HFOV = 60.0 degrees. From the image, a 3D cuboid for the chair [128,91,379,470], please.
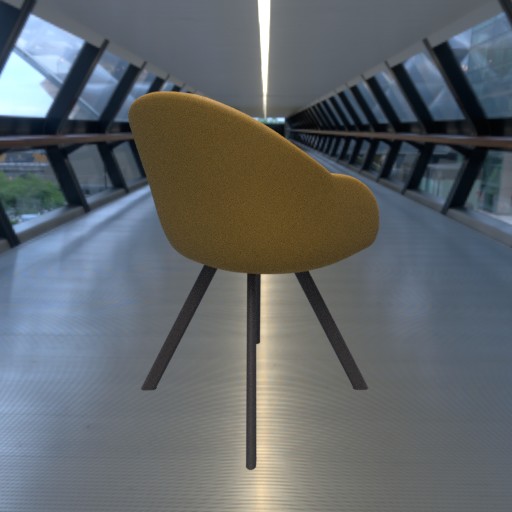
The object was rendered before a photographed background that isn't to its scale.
[{"bbox_3d":[0.000,0.000,1.192,0.583,0.793,0.551,-14,20,-43],"label":"chair"}]
